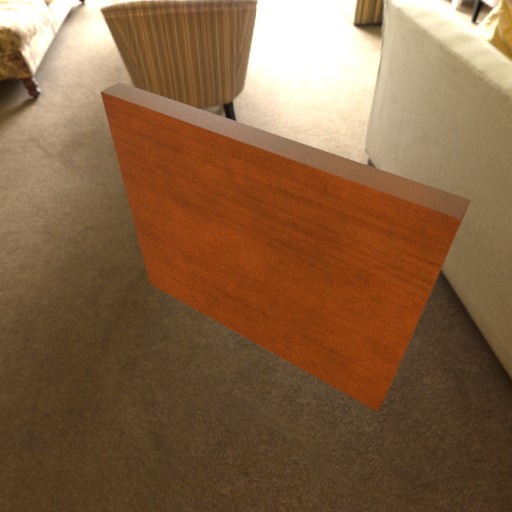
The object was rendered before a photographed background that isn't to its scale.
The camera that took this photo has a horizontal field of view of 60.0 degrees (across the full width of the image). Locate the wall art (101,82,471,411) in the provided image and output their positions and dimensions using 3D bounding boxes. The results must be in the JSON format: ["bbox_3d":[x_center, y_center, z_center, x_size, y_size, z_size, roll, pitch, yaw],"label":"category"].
[{"bbox_3d":[0.000,0.000,0.547,0.401,0.328,0.030,25,50,23],"label":"wall art"}]
